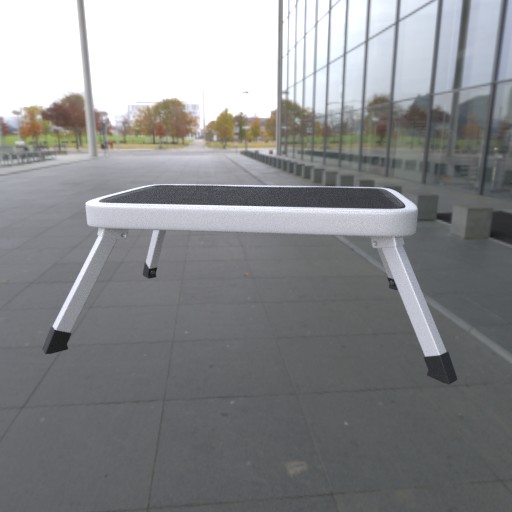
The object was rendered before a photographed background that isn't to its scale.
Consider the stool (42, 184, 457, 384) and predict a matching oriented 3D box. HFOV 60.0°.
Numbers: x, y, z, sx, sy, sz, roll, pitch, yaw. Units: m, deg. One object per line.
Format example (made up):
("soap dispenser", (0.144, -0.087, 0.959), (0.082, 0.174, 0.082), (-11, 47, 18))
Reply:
("stool", (0.000, 0.000, 0.607), (0.460, 0.170, 0.320), (2, 15, 8))
